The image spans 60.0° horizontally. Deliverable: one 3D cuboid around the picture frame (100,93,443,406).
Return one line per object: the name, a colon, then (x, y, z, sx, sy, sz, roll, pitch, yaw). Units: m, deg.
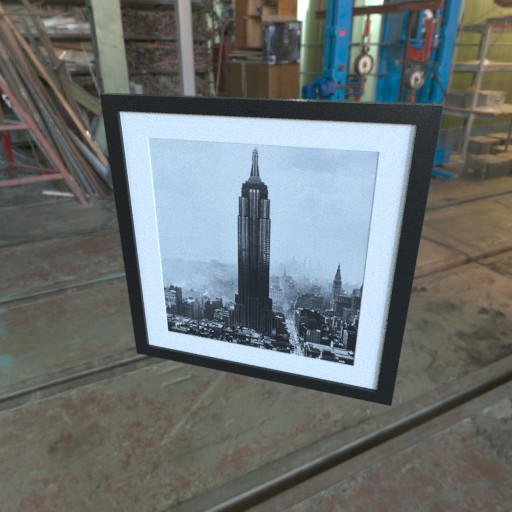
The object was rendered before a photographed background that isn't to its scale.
picture frame: (0.000, 0.000, 0.828, 0.559, 0.557, 0.029, 7, 27, 15)
